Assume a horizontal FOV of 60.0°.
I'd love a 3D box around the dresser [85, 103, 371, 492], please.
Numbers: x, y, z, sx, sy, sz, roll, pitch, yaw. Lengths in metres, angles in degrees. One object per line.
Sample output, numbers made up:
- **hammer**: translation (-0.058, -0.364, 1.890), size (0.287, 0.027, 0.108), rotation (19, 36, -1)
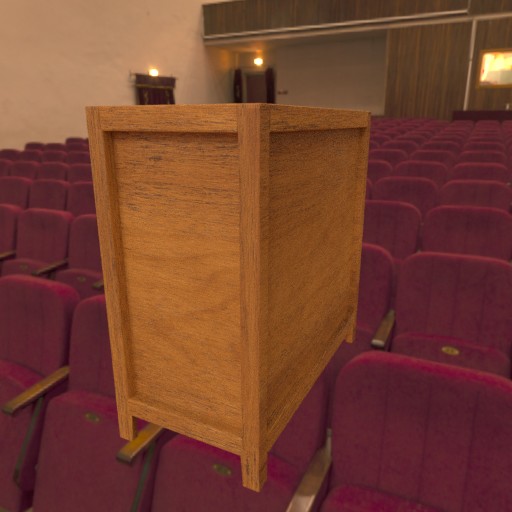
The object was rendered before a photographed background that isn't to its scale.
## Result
- **dresser**: translation (0.000, 0.000, 1.280), size (0.427, 0.804, 0.804), rotation (8, 19, 26)
